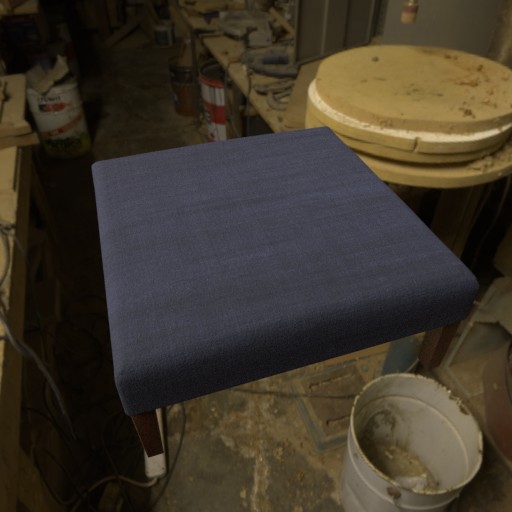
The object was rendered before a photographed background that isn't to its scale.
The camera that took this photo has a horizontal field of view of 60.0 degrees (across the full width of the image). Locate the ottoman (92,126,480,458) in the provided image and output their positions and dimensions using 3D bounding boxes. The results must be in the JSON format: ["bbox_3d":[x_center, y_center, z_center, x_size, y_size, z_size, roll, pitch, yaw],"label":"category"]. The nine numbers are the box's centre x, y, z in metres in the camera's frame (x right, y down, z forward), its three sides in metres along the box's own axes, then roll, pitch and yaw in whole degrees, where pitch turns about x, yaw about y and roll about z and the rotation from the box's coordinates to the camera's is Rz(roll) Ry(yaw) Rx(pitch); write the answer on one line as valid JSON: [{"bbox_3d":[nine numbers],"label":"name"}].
[{"bbox_3d":[0.000,0.000,1.398,0.890,0.411,0.889,-12,43,-13],"label":"ottoman"}]
